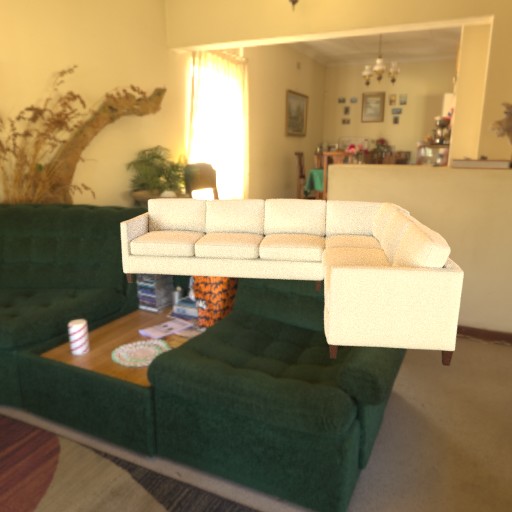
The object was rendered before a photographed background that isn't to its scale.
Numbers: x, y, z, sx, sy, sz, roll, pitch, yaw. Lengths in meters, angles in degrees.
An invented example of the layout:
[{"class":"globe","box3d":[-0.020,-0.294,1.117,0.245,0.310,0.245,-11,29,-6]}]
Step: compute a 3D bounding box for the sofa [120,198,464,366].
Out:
[{"class":"sofa","box3d":[0.000,0.000,4.555,3.302,0.947,2.593,2,14,8]}]
